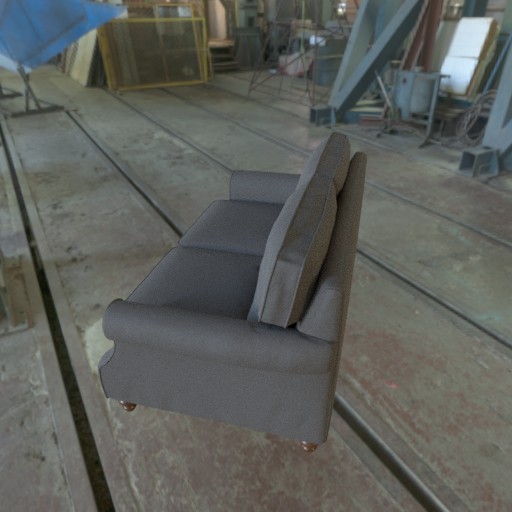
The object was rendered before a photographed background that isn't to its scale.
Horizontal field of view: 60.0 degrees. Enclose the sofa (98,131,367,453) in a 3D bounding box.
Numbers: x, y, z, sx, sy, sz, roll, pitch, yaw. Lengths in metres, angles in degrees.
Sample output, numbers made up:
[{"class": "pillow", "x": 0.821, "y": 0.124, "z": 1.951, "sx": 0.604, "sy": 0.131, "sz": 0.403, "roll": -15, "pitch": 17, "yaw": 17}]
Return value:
[{"class": "sofa", "x": 0.000, "y": 0.000, "z": 2.232, "sx": 0.964, "sy": 0.937, "sz": 1.665, "roll": 8, "pitch": 31, "yaw": 13}]
